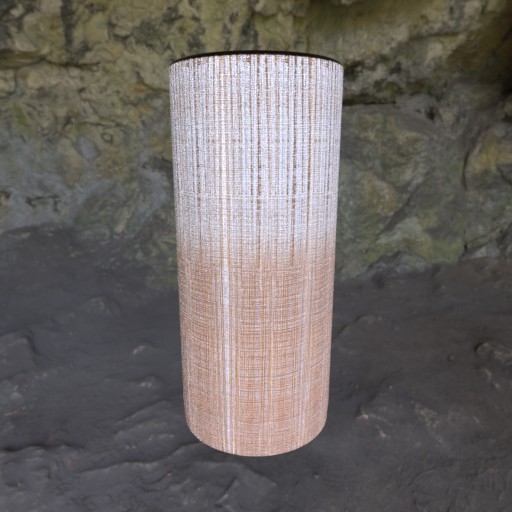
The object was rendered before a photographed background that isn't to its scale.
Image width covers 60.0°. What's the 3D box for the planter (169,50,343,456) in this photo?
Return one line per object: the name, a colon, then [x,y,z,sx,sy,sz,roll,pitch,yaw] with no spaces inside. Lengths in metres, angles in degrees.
planter: [0.000,0.000,0.285,0.100,0.227,0.100,14,20,43]
